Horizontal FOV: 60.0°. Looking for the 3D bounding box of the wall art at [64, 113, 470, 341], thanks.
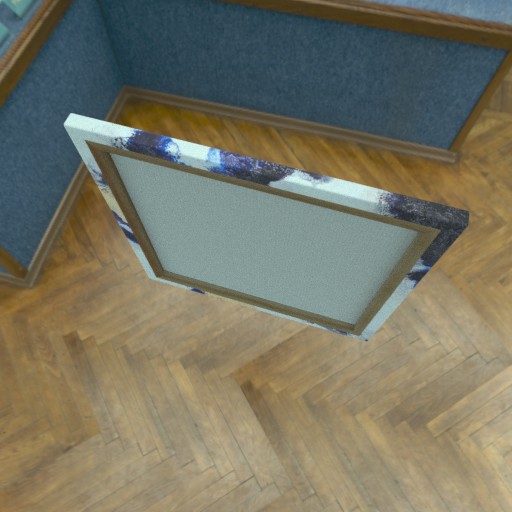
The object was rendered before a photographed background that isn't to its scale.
[{"bbox_3d":[0.000,0.000,1.335,0.887,0.885,0.038,15,65,7],"label":"wall art"}]
